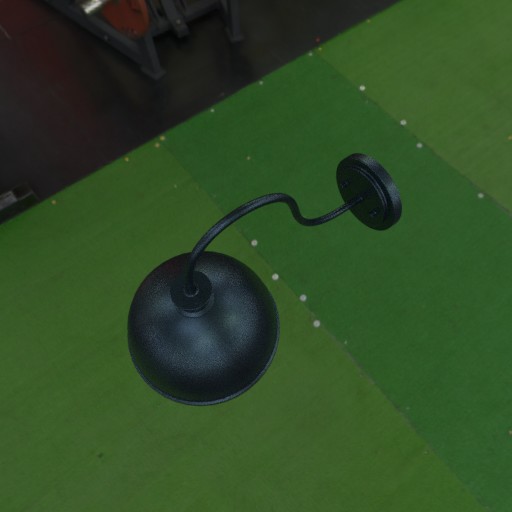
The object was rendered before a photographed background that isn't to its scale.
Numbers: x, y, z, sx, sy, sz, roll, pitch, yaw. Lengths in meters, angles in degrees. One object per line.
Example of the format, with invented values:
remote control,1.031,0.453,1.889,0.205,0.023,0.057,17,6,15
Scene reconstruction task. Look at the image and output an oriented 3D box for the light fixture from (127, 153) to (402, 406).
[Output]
light fixture,0.000,0.000,0.641,0.467,0.295,0.253,-33,68,-15
